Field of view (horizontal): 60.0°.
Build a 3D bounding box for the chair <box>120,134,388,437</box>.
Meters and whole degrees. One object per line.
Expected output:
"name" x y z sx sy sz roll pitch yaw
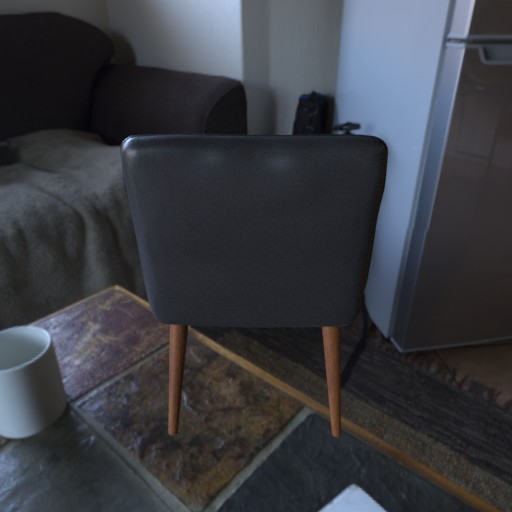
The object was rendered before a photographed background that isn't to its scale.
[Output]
"chair" 0.000 0.000 1.222 0.543 0.801 0.645 -2 29 -3
